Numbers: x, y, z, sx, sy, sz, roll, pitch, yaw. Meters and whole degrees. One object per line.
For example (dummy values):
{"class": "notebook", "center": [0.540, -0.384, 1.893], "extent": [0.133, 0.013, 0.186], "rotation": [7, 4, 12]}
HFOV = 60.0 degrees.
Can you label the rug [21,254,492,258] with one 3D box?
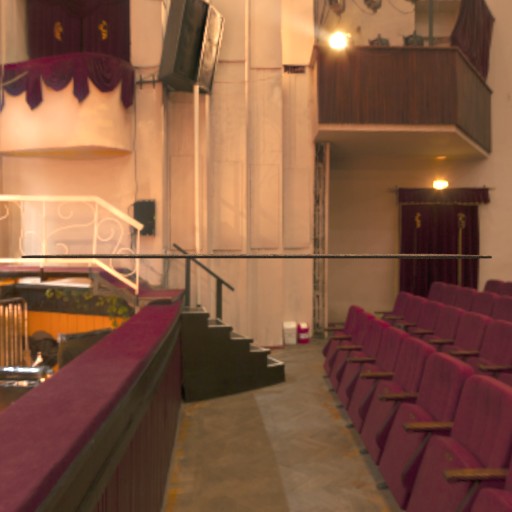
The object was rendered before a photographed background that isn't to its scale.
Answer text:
{"class": "rug", "center": [0.000, 0.000, 2.474], "extent": [2.276, 0.014, 0.678], "rotation": [0, 1, 1]}
